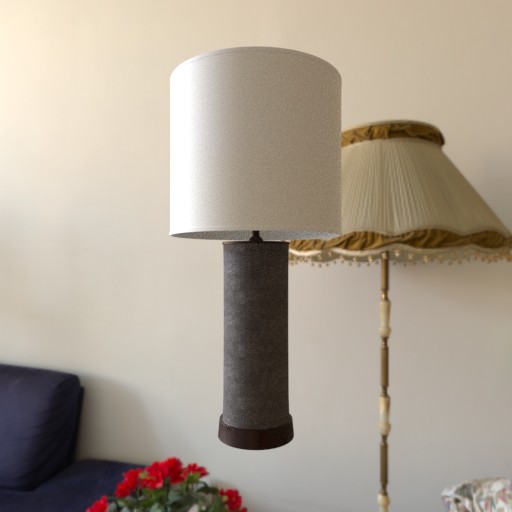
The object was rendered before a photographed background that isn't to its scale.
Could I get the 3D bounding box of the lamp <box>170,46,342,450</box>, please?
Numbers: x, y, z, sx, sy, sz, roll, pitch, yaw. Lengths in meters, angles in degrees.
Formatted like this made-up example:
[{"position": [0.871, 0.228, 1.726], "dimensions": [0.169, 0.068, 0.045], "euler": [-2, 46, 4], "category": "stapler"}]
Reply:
[{"position": [0.000, 0.000, 0.787], "dimensions": [0.301, 0.630, 0.301], "euler": [0, -1, -17], "category": "lamp"}]
